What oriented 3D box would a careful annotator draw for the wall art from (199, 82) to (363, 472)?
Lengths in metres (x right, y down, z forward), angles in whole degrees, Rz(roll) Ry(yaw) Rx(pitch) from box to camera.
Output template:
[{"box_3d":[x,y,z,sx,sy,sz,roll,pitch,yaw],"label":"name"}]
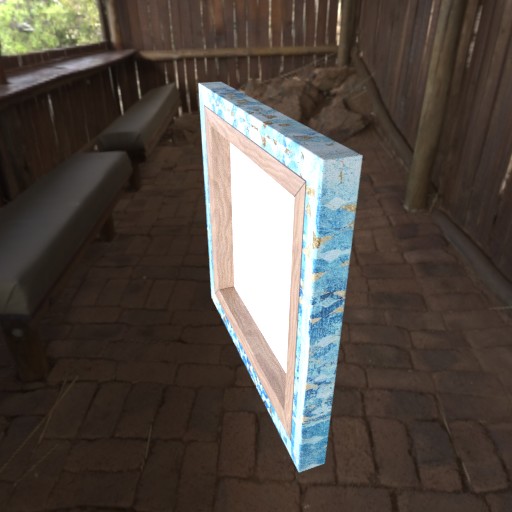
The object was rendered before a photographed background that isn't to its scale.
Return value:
[{"box_3d":[0.000,0.000,0.627,0.037,0.405,0.405,-11,32,-18],"label":"wall art"}]
